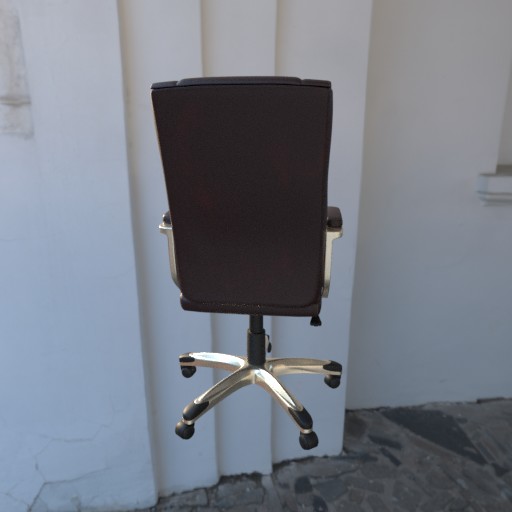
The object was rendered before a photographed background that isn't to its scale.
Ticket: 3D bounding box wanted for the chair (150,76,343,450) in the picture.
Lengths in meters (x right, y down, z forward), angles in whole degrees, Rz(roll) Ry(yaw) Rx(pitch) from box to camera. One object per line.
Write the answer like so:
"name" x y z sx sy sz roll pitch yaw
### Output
"chair" 0.000 0.000 1.562 0.662 1.107 0.739 2 16 7
